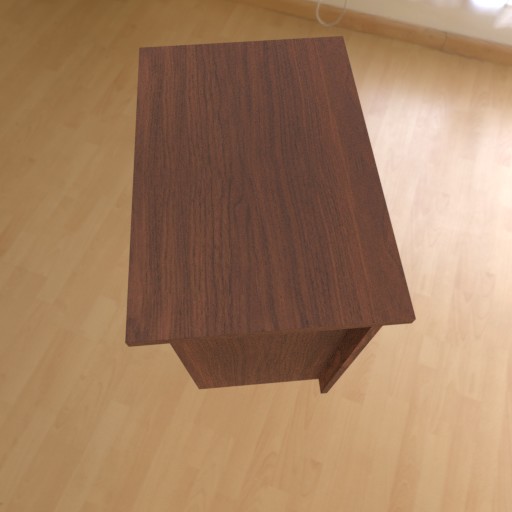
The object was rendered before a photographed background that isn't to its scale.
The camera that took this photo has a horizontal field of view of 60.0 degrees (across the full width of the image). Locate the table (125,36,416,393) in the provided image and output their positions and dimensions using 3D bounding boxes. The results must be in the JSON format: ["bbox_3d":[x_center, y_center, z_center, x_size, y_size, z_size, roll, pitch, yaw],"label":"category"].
[{"bbox_3d":[0.000,0.000,1.058,0.406,0.711,0.589,-4,63,-2],"label":"table"}]
